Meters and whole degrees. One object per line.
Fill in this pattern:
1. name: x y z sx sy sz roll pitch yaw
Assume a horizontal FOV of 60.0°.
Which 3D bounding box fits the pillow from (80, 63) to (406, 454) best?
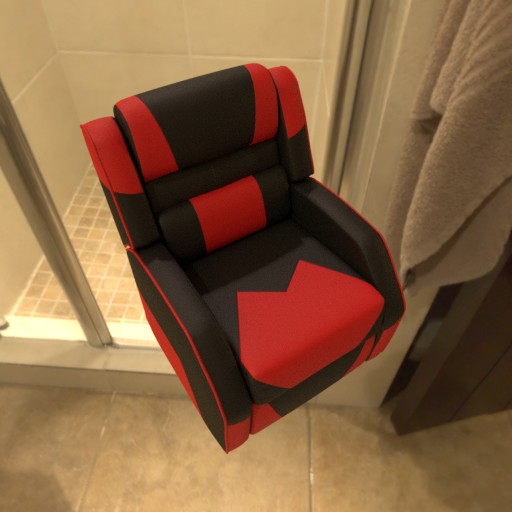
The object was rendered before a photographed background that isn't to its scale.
1. pillow: 0.000 0.000 1.271 0.620 0.805 0.672 -26 52 -22
